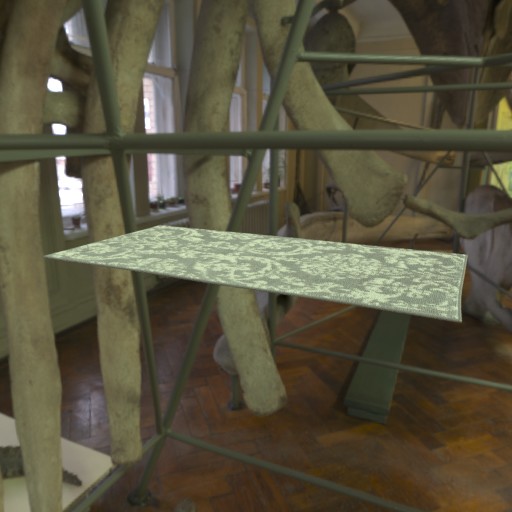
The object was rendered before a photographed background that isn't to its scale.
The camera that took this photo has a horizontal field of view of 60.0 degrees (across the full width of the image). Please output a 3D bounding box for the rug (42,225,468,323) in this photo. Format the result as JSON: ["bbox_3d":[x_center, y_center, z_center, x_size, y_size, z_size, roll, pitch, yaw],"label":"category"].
[{"bbox_3d":[0.000,0.000,1.415,1.219,0.007,0.604,7,16,25],"label":"rug"}]
